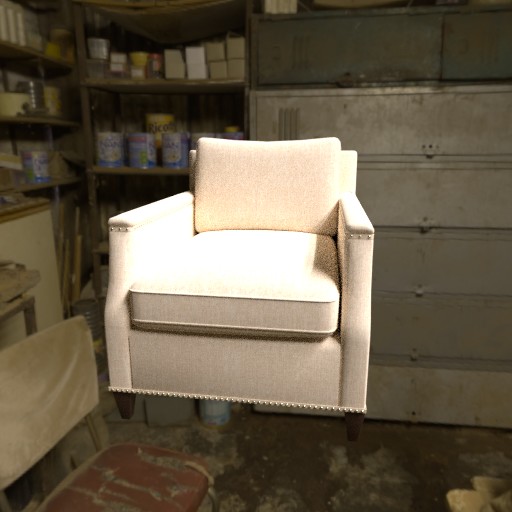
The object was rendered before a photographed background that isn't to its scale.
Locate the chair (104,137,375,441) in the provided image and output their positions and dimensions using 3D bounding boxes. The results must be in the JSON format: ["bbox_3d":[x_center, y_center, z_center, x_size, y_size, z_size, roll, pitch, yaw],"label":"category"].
[{"bbox_3d":[0.000,0.000,1.802,0.838,0.940,1.041,2,14,8],"label":"chair"}]
